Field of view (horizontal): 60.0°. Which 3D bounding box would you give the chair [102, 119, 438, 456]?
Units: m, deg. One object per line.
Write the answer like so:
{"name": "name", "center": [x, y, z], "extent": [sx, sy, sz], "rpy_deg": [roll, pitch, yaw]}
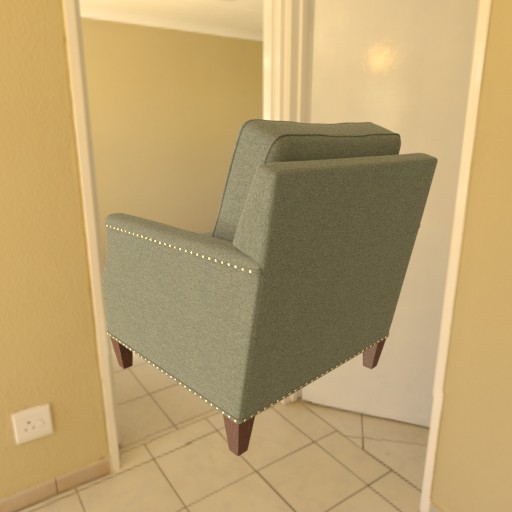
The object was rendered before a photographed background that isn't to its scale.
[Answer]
{"name": "chair", "center": [0.000, 0.000, 1.783], "extent": [0.885, 1.031, 1.031], "rpy_deg": [-15, 21, -42]}
